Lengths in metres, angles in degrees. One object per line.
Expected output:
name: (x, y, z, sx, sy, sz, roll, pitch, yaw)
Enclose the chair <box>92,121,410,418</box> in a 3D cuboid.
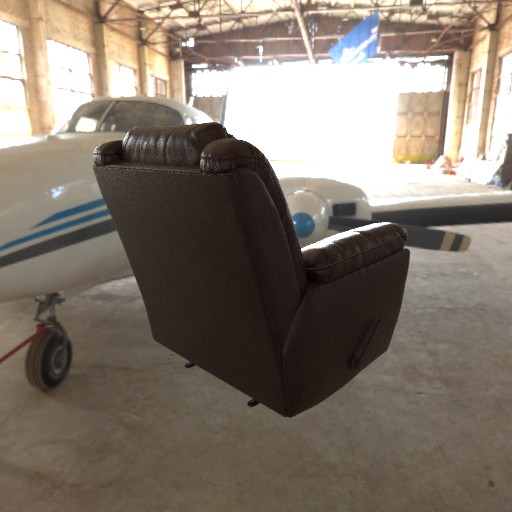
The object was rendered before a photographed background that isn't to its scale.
chair: (0.000, 0.000, 1.955, 1.041, 1.093, 0.990, -13, 19, -42)
